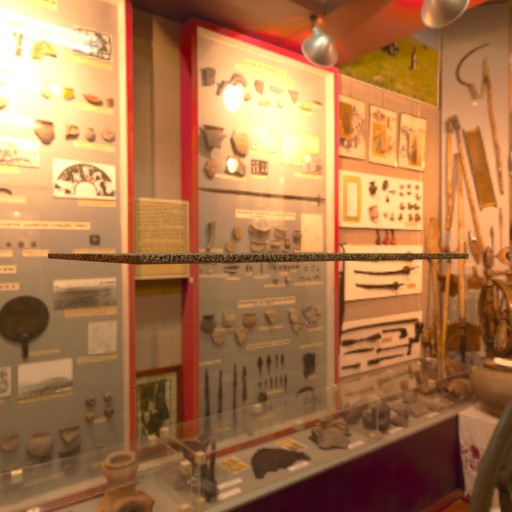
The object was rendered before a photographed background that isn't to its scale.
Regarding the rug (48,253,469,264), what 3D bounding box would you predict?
[{"bbox_3d":[0.000,0.000,2.098,1.601,0.025,1.198,0,1,-35],"label":"rug"}]
